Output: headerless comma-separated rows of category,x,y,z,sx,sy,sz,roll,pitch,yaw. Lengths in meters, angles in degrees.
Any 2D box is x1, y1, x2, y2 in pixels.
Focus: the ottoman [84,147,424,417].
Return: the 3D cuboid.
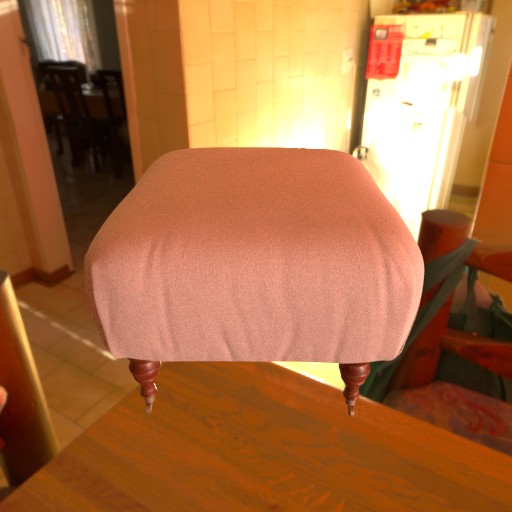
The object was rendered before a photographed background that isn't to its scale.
ottoman,0.000,0.000,1.122,0.622,0.450,0.746,0,27,1
